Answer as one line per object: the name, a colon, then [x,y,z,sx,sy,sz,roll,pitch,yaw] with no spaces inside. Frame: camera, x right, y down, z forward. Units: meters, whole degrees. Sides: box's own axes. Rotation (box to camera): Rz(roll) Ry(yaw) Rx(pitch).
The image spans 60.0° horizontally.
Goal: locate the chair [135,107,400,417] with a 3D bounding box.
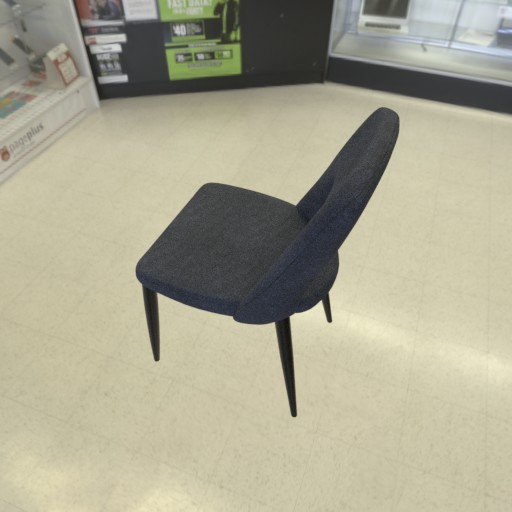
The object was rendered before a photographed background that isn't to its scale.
chair: [0.000,0.000,1.309,0.612,0.931,0.470,17,49,16]
